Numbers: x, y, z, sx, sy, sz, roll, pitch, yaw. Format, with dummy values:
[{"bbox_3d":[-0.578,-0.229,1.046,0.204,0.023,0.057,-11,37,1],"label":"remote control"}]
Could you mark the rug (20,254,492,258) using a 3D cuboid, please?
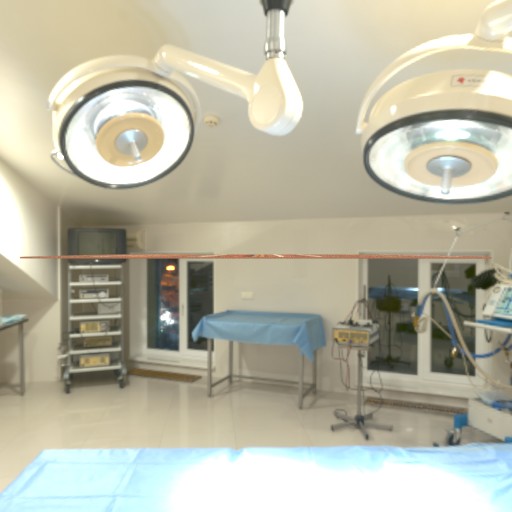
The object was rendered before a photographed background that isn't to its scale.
[{"bbox_3d":[0.000,0.000,2.311,1.828,0.007,1.217,0,1,1],"label":"rug"}]
